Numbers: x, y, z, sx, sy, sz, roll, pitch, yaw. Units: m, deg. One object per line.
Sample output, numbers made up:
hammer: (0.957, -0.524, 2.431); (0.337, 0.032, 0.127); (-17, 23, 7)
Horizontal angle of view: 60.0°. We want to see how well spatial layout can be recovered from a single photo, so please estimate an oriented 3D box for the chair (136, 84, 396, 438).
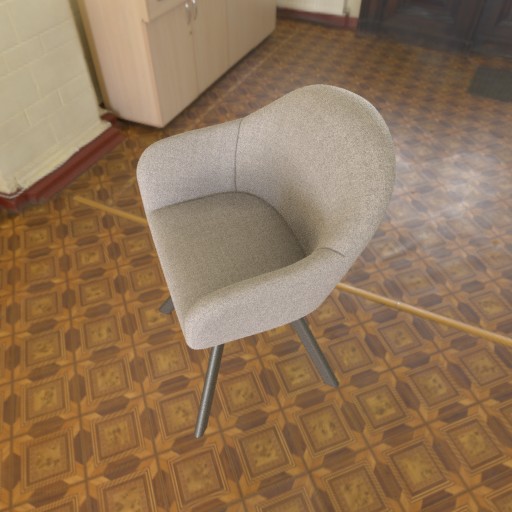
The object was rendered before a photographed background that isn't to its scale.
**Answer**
chair: (0.000, 0.000, 1.184); (0.550, 0.795, 0.590); (-15, 48, -14)
